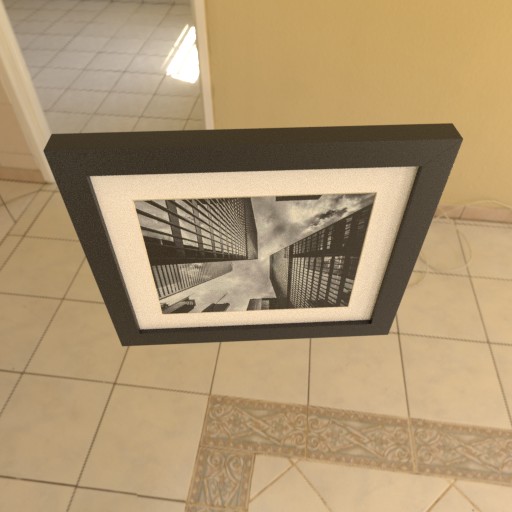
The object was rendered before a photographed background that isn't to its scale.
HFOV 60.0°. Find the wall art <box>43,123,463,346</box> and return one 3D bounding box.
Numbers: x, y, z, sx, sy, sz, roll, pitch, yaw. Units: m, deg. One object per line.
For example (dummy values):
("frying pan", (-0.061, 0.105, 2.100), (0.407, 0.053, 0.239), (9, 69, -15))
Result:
("wall art", (0.000, 0.000, 0.527), (0.381, 0.321, 0.028), (-2, 46, -2))
